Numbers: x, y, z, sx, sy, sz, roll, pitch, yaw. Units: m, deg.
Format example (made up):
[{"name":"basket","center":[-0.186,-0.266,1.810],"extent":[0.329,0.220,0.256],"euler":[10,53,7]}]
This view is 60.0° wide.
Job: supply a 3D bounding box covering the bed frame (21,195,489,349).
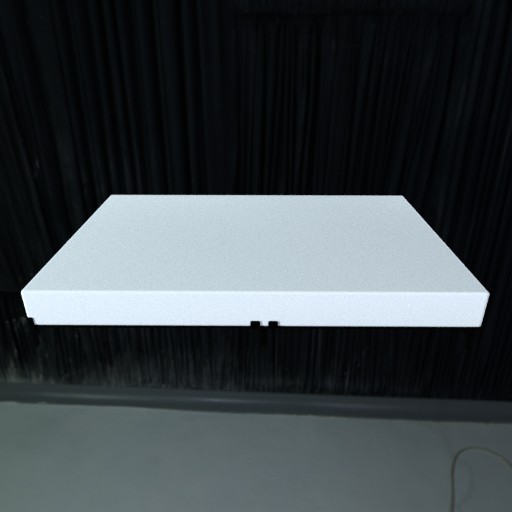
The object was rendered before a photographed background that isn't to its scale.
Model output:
[{"name":"bed frame","center":[0.000,0.000,3.751],"extent":[2.987,0.440,1.930],"euler":[0,26,0]}]
